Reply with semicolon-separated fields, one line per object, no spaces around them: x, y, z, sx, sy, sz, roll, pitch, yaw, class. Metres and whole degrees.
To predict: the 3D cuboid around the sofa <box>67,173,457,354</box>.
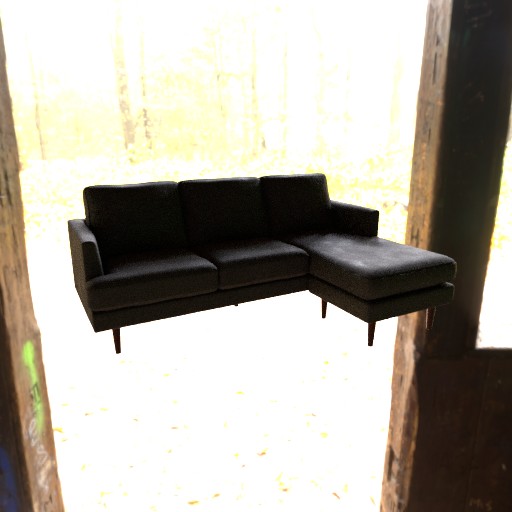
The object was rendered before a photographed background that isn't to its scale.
0.000;0.000;3.025;2.233;0.956;1.504;-8;18;-27;sofa
